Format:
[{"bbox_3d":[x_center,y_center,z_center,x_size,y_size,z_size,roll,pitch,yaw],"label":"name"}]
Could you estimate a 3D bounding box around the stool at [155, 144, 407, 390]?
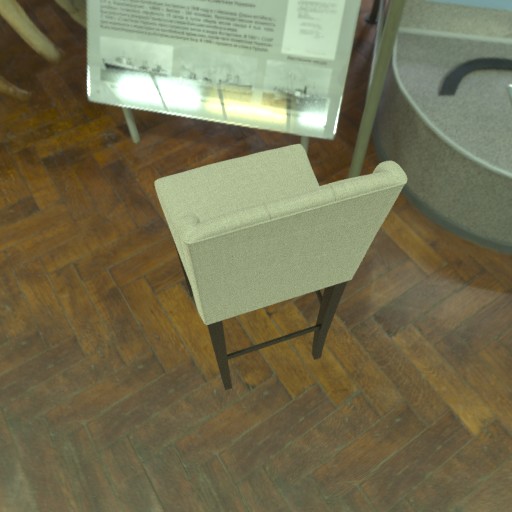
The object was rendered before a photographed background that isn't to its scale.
[{"bbox_3d":[0.000,0.000,1.376,0.474,1.116,0.509,-16,60,-10],"label":"stool"}]
